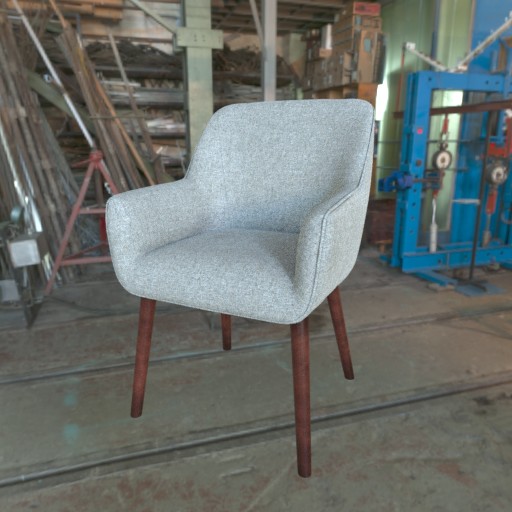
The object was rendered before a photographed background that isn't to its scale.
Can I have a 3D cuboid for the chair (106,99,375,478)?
[{"bbox_3d":[0.000,0.000,1.156,0.543,0.803,0.519,7,16,26],"label":"chair"}]
